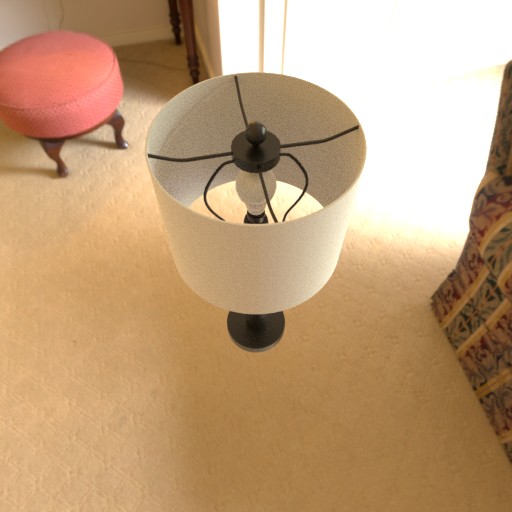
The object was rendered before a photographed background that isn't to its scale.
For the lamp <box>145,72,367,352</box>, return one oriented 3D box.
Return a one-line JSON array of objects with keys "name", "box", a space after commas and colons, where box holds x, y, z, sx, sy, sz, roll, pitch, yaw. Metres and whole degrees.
[{"name": "lamp", "box": [0.000, 0.000, 0.859, 0.305, 0.640, 0.305, 32, 62, 19]}]
